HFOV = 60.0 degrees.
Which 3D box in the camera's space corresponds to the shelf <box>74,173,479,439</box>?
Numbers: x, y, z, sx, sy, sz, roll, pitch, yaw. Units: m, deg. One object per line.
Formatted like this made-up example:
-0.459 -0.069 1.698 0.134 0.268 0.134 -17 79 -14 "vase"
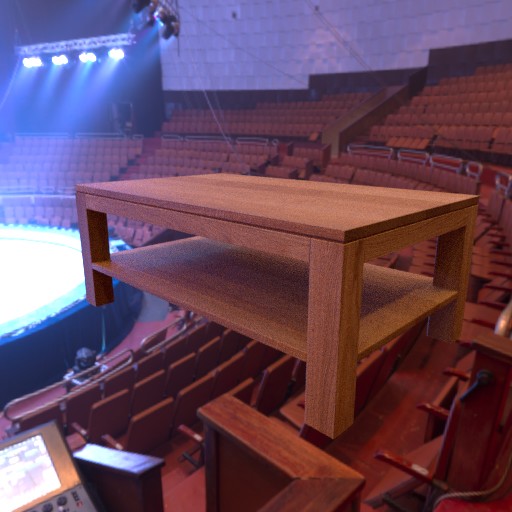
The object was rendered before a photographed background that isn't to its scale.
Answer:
0.000 0.000 1.506 1.150 0.450 0.700 14 21 43 "shelf"
